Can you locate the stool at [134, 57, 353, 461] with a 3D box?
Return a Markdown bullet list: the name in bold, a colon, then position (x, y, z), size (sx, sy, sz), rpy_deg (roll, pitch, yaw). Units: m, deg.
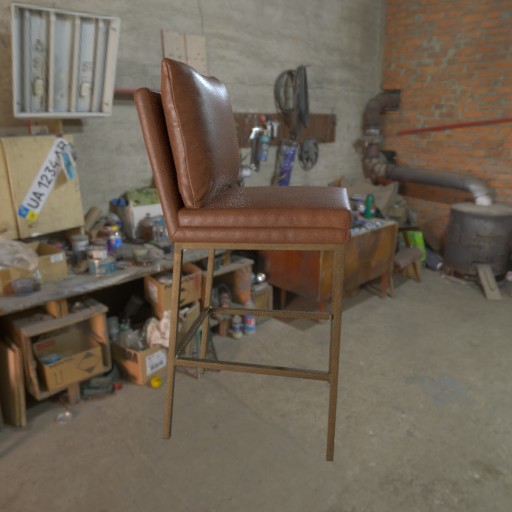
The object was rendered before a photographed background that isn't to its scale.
- **stool**: position (0.000, 0.000, 1.420), size (0.571, 1.124, 0.463), rpy_deg (3, 16, 9)
